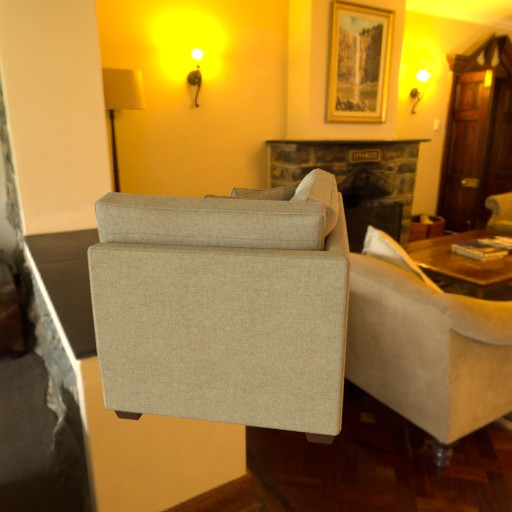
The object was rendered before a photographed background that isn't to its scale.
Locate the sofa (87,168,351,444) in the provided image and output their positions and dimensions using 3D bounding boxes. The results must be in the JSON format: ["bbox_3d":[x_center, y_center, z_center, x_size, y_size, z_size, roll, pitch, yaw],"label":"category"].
[{"bbox_3d":[0.000,0.000,2.849,1.110,1.019,2.238,3,16,9],"label":"sofa"}]
